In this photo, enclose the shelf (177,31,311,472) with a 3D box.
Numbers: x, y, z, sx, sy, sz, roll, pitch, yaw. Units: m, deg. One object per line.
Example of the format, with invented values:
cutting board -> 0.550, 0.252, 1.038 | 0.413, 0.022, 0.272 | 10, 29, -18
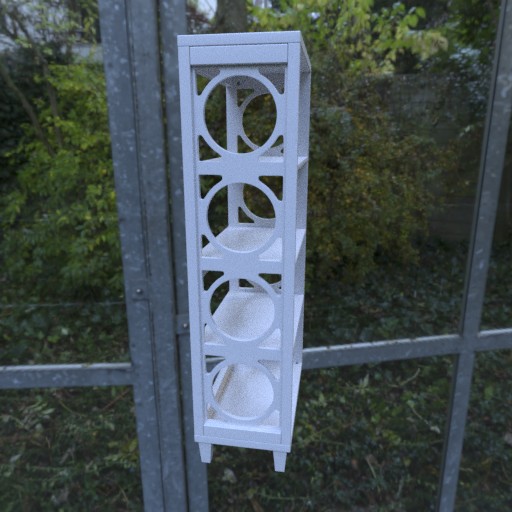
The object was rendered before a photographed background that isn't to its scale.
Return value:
shelf -> 0.000, 0.000, 1.671 | 0.340, 1.411, 0.611 | 3, 15, 9
